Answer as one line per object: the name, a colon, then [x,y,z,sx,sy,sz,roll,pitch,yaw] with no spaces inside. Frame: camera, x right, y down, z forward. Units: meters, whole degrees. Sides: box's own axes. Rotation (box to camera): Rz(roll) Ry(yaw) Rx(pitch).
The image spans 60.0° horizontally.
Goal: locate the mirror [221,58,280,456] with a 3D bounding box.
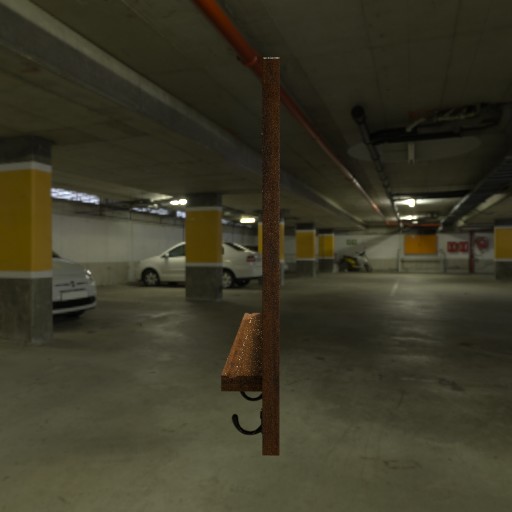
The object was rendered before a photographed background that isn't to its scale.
mirror: [0.000,0.000,0.976,0.084,0.537,0.758,0,0,2]
